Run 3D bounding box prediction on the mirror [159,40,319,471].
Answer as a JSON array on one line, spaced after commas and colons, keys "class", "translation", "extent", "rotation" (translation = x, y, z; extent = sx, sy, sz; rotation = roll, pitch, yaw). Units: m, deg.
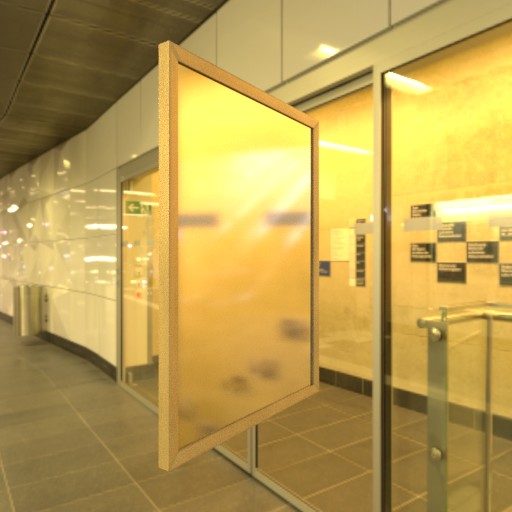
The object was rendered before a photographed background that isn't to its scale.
[{"class": "mirror", "translation": [0.000, 0.000, 1.365], "extent": [0.040, 1.016, 0.762], "rotation": [0, 0, 35]}]
